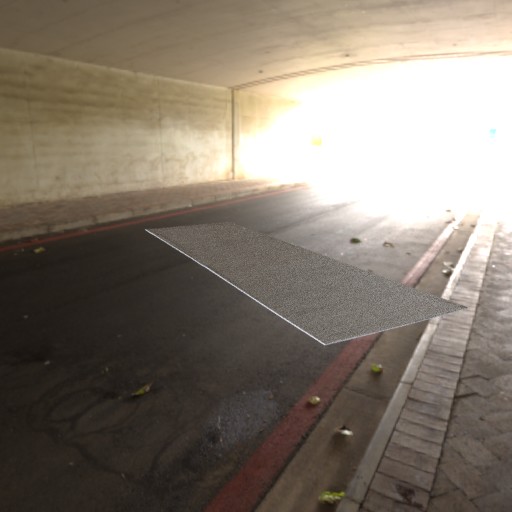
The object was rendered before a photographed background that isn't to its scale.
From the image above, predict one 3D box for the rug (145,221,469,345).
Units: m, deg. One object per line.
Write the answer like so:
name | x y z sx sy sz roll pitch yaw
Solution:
rug | 0.000 0.000 2.687 0.741 0.014 2.390 -7 16 -27
